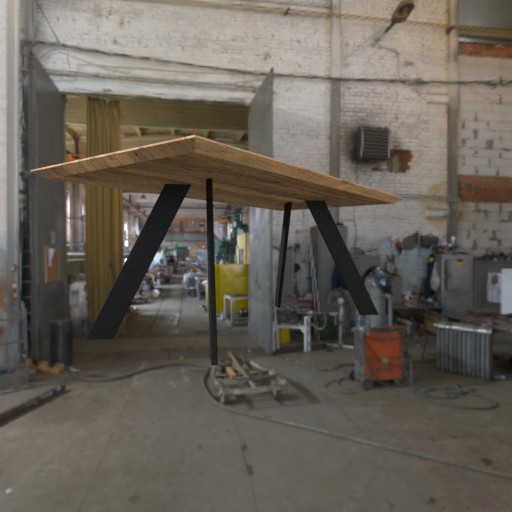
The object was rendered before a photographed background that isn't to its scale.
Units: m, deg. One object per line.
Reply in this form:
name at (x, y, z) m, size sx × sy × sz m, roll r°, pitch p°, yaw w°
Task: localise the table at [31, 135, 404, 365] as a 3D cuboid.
table at (0.000, 0.000, 2.472) m, size 1.000 × 0.770 × 2.000 m, roll 0°, pitch 1°, yaw 36°
